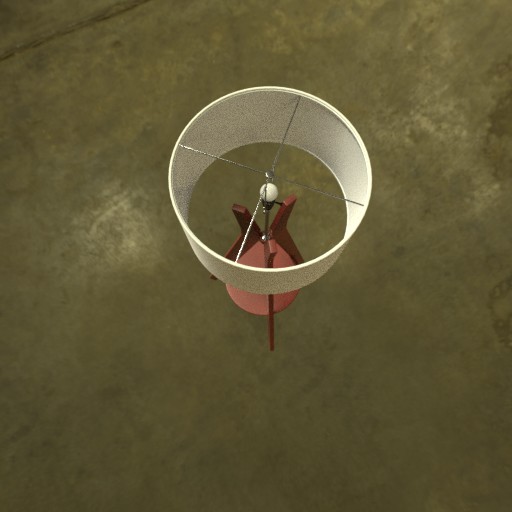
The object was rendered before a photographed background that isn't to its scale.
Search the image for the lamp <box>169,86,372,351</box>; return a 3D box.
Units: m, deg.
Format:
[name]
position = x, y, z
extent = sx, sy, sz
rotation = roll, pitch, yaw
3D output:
[lamp]
position = 0.000, 0.000, 1.739
extent = 0.542, 1.472, 0.539
rotation = 19, 75, 5
